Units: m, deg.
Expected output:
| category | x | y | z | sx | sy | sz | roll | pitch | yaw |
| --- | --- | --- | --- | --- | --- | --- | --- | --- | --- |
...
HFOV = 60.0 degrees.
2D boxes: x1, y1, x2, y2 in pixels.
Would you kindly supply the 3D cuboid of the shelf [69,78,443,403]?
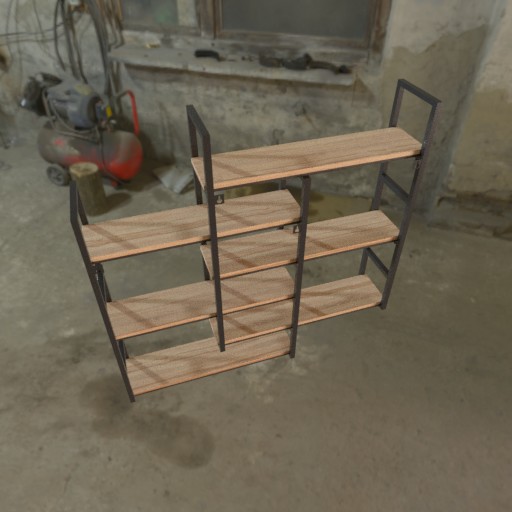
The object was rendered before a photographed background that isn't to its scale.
| category | x | y | z | sx | sy | sz | roll | pitch | yaw |
| --- | --- | --- | --- | --- | --- | --- | --- | --- | --- |
| shelf | 0.000 | 0.000 | 1.373 | 0.946 | 0.921 | 0.183 | -12 | 42 | -14 |
